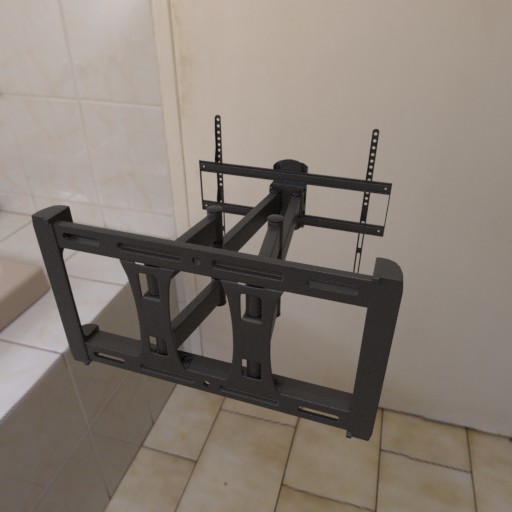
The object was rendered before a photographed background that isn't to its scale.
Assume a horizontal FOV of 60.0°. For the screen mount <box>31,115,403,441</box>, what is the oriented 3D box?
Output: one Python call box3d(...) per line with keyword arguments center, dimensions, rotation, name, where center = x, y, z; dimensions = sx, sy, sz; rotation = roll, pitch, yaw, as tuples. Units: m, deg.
box3d(center=(0.000, 0.000, 0.937), dimensions=(0.571, 0.424, 0.556), rotation=(10, 33, 16), name="screen mount")
